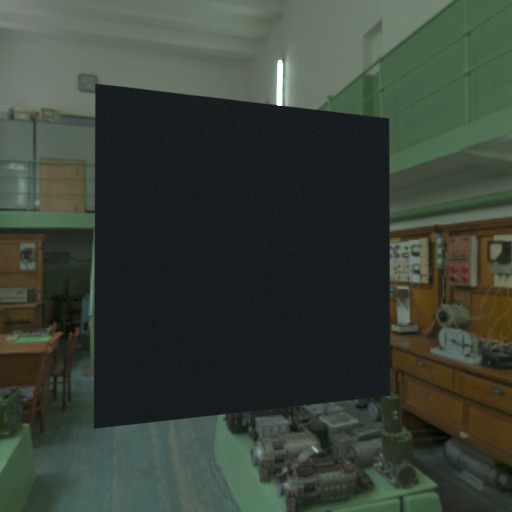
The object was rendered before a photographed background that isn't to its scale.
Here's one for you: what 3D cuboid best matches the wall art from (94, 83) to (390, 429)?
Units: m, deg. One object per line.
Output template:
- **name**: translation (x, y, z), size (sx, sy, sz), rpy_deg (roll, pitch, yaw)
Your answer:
- **wall art**: translation (0.000, 0.000, 1.114), size (0.762, 0.762, 0.038), rpy_deg (0, -1, -18)
